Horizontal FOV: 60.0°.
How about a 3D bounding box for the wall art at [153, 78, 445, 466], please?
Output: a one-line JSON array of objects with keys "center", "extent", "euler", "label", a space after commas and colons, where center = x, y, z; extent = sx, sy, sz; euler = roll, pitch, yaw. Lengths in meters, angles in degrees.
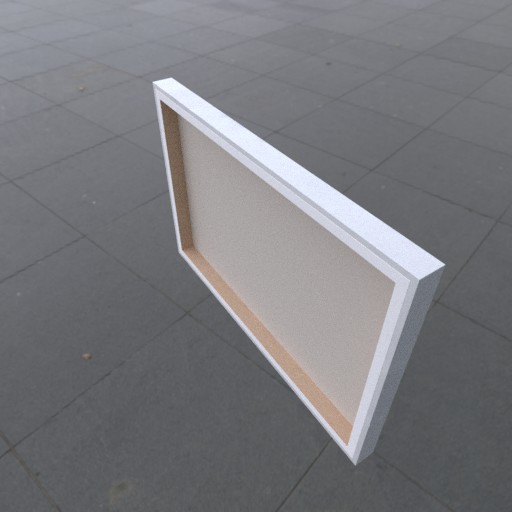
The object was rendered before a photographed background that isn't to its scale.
[{"center": [0.000, 0.000, 0.751], "extent": [0.038, 0.407, 0.609], "euler": [-24, 47, -25], "label": "wall art"}]
